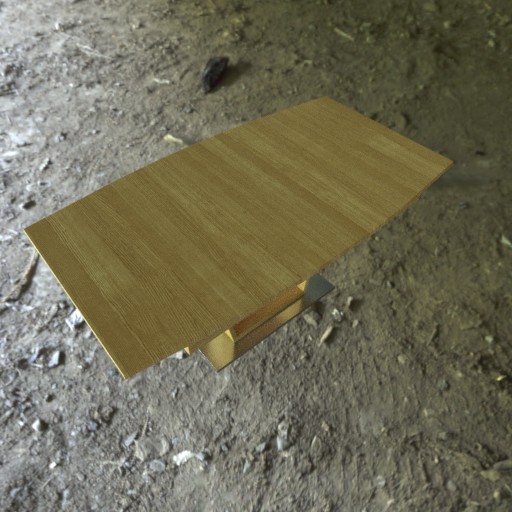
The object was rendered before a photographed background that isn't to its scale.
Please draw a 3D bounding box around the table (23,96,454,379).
[{"bbox_3d":[0.000,0.000,2.056,1.598,0.748,0.900,-31,54,-26],"label":"table"}]
